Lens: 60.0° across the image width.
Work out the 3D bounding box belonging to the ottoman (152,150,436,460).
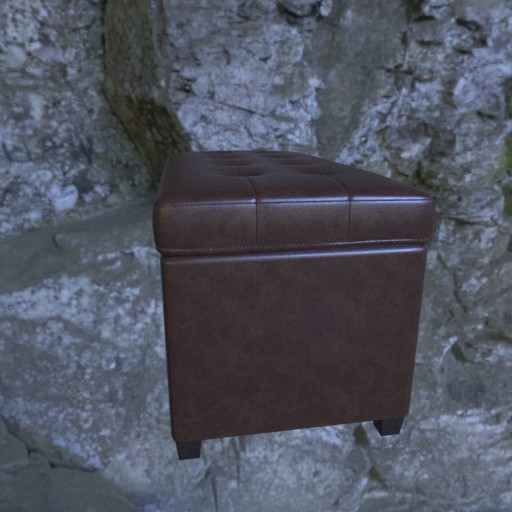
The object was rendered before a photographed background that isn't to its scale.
[{"bbox_3d":[0.000,0.000,1.088,0.432,0.470,0.838,-3,17,-9],"label":"ottoman"}]
